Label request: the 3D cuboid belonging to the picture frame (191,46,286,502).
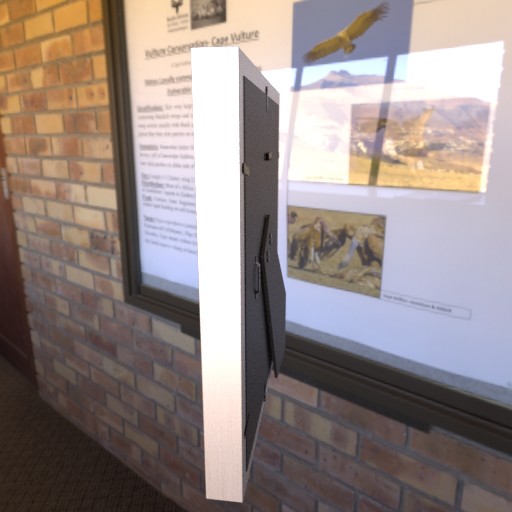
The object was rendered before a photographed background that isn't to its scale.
[{"bbox_3d":[0.000,0.000,0.375,0.036,0.282,0.233,2,15,8],"label":"picture frame"}]
